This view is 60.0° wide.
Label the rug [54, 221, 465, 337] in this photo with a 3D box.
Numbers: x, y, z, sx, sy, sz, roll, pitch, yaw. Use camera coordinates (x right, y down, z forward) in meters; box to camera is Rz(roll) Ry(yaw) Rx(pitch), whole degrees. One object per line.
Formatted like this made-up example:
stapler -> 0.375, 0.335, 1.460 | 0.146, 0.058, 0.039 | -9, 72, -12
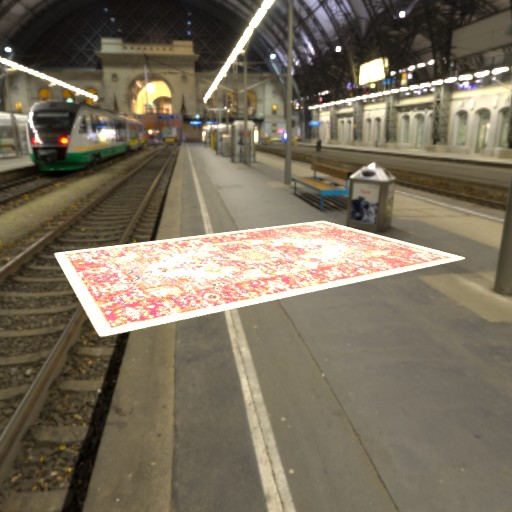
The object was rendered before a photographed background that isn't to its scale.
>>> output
rug -> 0.000, 0.000, 1.107 | 0.868, 0.004, 0.556 | -9, 18, -29
